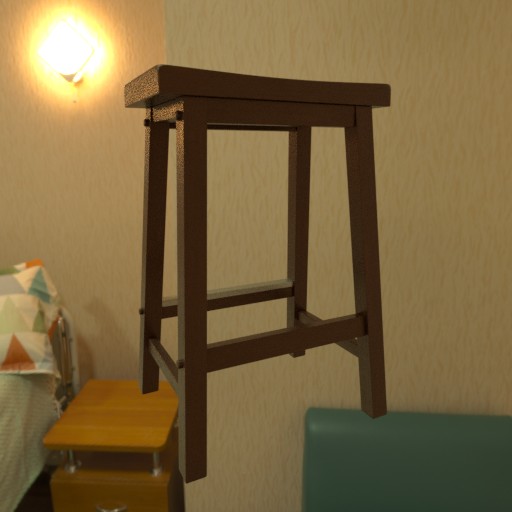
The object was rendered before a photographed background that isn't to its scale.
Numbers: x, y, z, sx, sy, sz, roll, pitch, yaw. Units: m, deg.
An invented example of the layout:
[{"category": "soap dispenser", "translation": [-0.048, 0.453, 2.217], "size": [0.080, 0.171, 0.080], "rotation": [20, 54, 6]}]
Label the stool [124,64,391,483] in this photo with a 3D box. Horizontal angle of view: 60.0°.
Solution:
[{"category": "stool", "translation": [0.000, 0.000, 0.838], "size": [0.406, 0.610, 0.322], "rotation": [-7, 15, -26]}]
